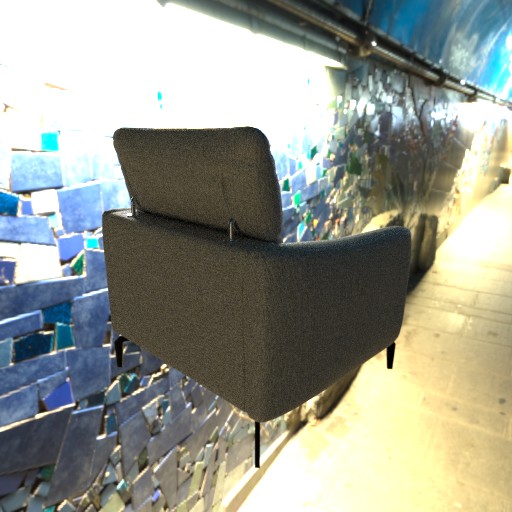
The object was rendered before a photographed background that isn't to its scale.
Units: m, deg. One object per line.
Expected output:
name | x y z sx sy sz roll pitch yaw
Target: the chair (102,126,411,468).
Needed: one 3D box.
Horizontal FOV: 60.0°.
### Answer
chair | 0.000 0.000 1.728 0.972 0.967 0.835 15 22 43
